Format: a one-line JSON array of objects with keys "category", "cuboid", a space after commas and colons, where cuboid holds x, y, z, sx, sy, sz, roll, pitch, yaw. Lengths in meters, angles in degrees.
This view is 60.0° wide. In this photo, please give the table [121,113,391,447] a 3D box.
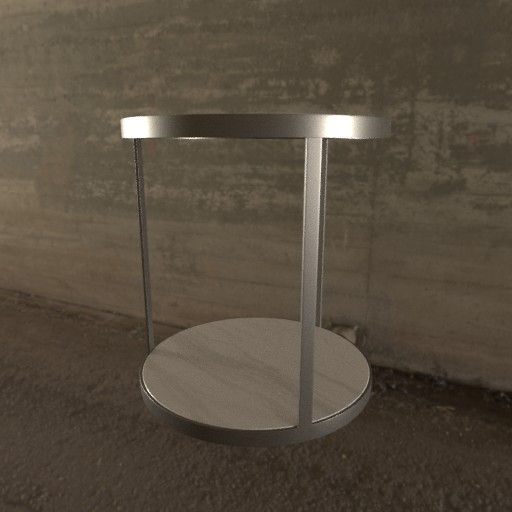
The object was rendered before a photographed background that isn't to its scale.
[{"category": "table", "cuboid": [0.000, 0.000, 0.820, 0.445, 0.479, 0.445, 0, 15, 0]}]
